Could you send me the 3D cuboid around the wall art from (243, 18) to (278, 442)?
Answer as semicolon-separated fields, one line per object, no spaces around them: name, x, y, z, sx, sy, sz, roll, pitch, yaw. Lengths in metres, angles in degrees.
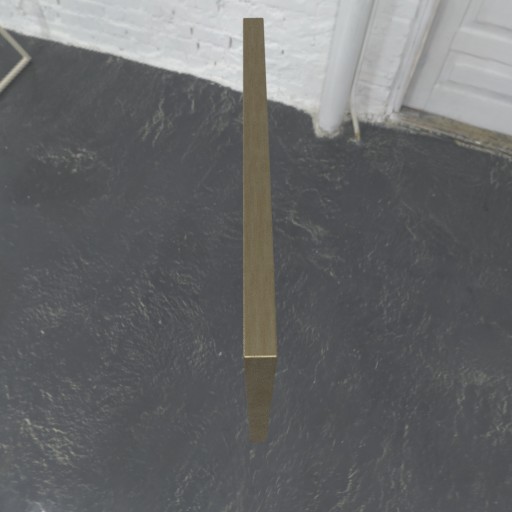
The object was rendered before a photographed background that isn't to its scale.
wall art;0.000;0.000;0.732;0.030;0.506;0.503;-1;59;0
